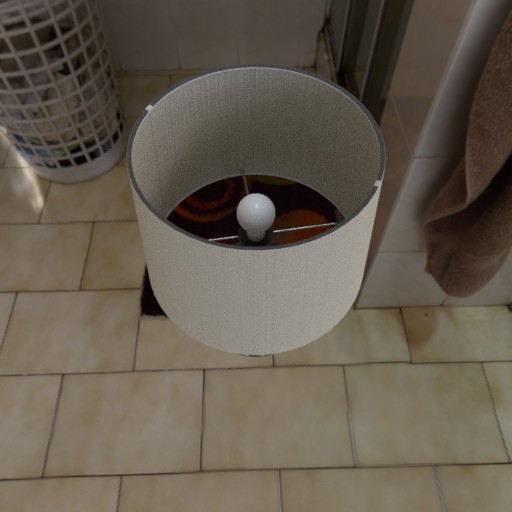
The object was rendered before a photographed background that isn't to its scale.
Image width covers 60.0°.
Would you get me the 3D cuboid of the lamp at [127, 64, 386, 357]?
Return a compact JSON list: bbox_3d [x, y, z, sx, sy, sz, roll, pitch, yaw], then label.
[{"bbox_3d":[0.000,0.000,0.789,0.376,0.540,0.376,0,58,0],"label":"lamp"}]
